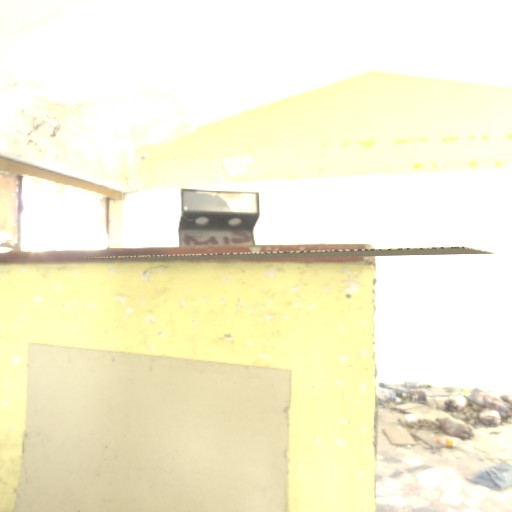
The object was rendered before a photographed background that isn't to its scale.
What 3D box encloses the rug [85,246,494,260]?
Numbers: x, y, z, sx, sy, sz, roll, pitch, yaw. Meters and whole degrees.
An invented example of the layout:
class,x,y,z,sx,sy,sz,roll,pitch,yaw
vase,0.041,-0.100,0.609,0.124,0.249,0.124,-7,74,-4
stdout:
class,x,y,z,sx,sy,sz,roll,pitch,yaw
rug,0.000,0.000,2.474,2.277,0.008,0.676,-1,-2,36
